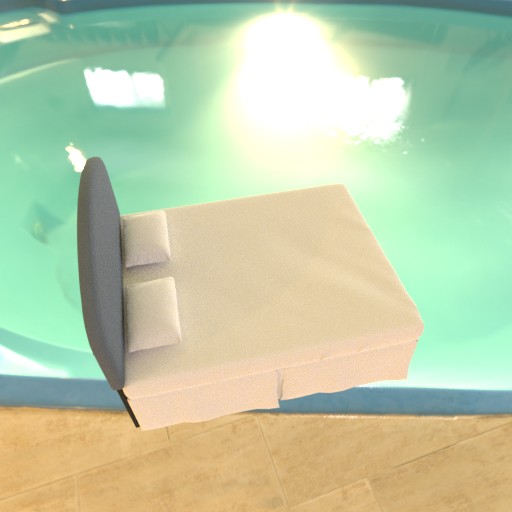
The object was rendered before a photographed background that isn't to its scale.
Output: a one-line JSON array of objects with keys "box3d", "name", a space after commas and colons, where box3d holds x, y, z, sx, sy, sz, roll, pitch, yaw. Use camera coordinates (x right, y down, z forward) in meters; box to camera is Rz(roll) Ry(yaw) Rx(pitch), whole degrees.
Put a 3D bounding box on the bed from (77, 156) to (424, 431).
[{"box3d": [0.000, 0.000, 3.082, 2.005, 1.410, 1.607, -10, 48, -9], "name": "bed"}]
